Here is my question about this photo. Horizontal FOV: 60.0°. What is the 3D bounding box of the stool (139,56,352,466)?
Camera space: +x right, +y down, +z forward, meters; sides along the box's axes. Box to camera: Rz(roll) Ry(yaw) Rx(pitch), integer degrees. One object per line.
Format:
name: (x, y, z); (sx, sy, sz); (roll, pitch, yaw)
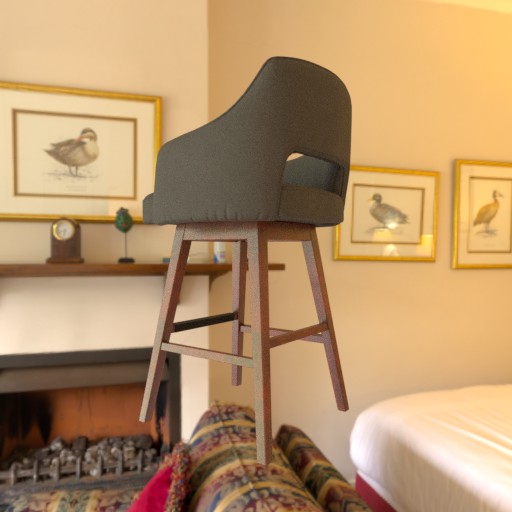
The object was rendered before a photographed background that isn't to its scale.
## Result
stool: (0.000, 0.000, 1.380); (0.558, 1.012, 0.548); (1, 1, 36)
